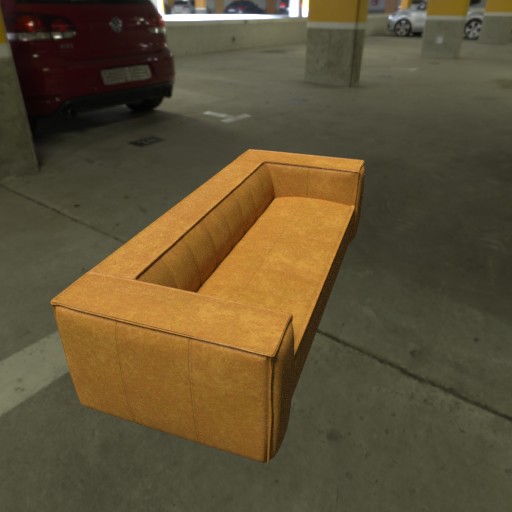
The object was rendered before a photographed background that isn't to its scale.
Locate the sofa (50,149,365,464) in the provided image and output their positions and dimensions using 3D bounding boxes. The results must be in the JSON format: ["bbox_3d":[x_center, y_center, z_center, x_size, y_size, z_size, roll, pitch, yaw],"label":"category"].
[{"bbox_3d":[0.000,0.000,2.992,1.102,0.701,2.581,10,31,17],"label":"sofa"}]
